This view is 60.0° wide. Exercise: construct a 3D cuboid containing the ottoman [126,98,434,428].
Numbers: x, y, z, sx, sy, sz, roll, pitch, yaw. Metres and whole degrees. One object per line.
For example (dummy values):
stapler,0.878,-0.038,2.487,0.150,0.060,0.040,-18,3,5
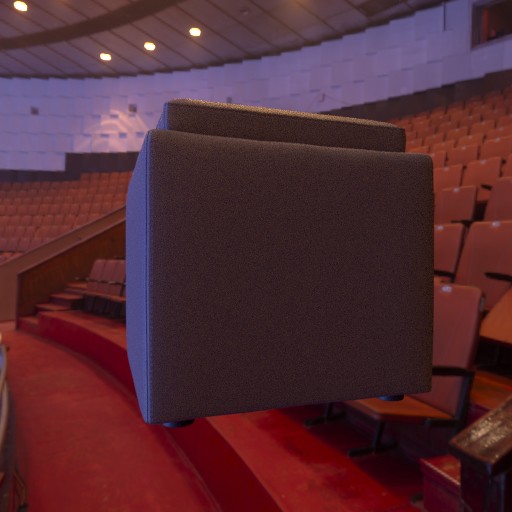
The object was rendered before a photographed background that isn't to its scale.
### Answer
ottoman,0.000,0.000,0.822,0.451,0.460,0.450,0,-1,-19
